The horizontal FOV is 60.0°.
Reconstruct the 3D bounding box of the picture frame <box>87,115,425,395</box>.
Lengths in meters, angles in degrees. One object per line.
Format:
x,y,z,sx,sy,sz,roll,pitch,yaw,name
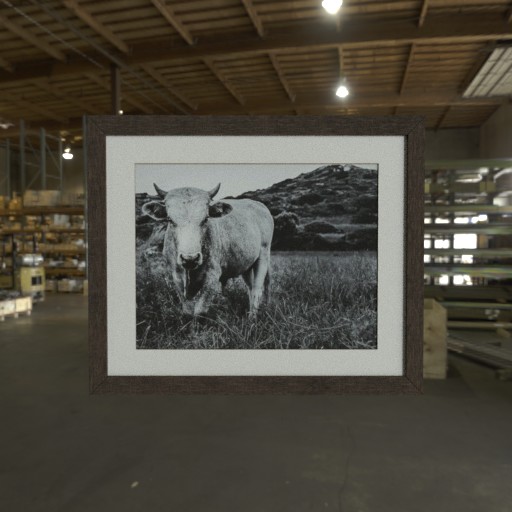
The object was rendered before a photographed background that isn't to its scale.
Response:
0.000,0.000,0.733,0.546,0.455,0.026,0,1,0,picture frame
